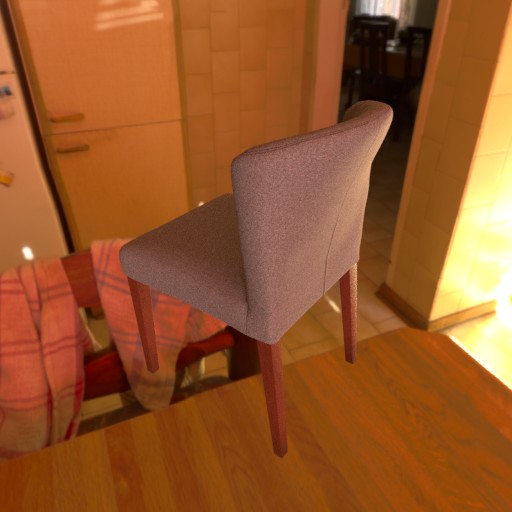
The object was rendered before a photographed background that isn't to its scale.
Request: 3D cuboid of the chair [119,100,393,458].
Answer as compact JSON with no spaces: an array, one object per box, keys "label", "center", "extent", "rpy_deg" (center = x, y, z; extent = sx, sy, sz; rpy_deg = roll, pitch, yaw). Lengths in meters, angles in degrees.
[{"label":"chair","center":[0.000,0.000,1.206],"extent":[0.592,0.839,0.491],"rpy_deg":[21,37,30]}]
